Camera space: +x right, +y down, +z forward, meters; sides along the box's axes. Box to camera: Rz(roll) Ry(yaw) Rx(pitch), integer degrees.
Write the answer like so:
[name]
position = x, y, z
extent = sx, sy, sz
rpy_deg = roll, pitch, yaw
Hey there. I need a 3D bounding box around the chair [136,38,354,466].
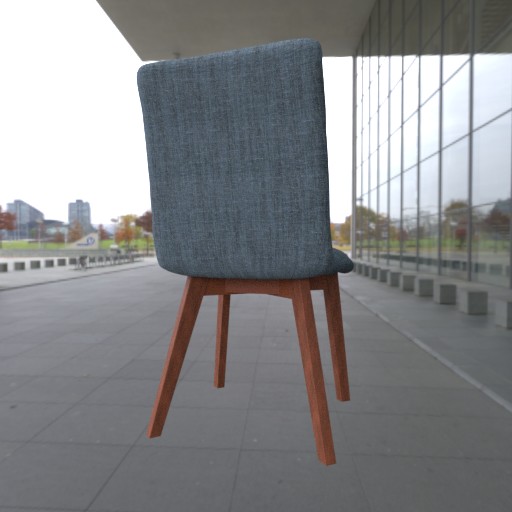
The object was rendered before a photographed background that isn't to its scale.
[chair]
position = 0.000, 0.000, 1.286
extent = 0.522, 0.974, 0.563
rpy_deg = 1, 2, 18
